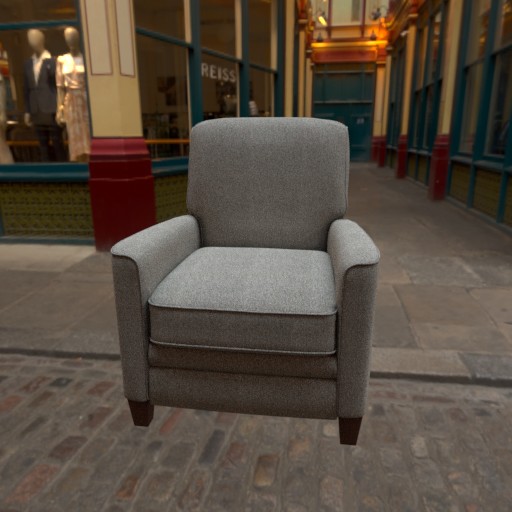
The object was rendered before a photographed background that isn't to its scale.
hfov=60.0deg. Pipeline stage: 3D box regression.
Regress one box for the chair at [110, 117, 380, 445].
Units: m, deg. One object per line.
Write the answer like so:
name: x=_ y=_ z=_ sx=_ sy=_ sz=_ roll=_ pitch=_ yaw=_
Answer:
chair: x=0.000 y=0.000 z=1.691 sx=0.841 sy=1.028 sz=0.858 roll=2 pitch=16 yaw=7
